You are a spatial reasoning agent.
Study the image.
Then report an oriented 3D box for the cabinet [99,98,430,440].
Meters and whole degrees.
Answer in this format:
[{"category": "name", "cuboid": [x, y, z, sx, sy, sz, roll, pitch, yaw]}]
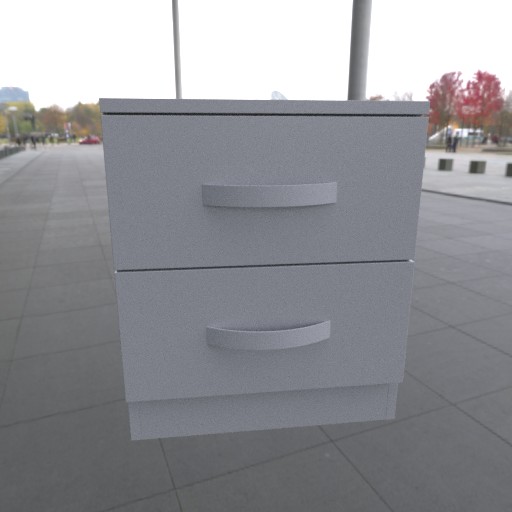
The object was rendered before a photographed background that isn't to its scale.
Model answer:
[{"category": "cabinet", "cuboid": [0.000, 0.000, 0.738, 0.400, 0.470, 0.360, -2, 15, -7]}]
